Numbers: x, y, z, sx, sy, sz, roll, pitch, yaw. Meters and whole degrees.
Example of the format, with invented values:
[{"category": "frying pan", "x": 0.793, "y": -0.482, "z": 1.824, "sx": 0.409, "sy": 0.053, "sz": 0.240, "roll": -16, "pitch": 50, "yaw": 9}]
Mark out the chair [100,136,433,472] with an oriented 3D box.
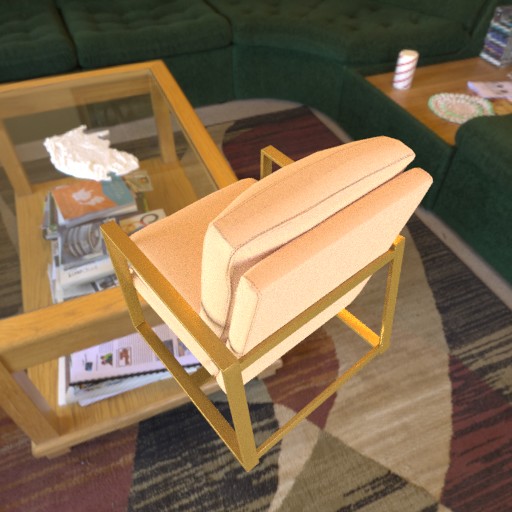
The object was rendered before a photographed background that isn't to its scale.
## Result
[{"category": "chair", "x": 0.000, "y": 0.000, "z": 1.530, "sx": 0.758, "sy": 0.956, "sz": 0.813, "roll": -31, "pitch": 54, "yaw": -26}]
